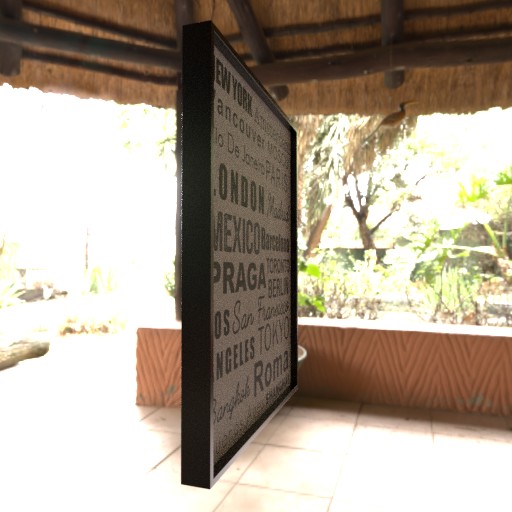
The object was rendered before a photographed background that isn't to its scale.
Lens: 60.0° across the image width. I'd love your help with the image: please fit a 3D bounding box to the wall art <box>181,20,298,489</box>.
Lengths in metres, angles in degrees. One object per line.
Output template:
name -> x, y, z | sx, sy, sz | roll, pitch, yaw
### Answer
wall art -> 0.000, 0.000, 0.737 | 0.038, 0.551, 0.448 | 0, -1, 19
